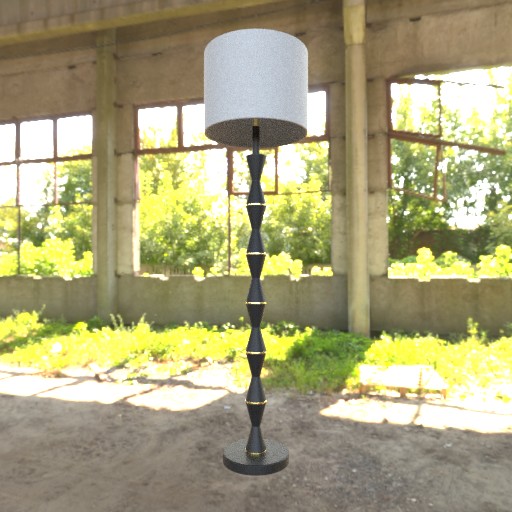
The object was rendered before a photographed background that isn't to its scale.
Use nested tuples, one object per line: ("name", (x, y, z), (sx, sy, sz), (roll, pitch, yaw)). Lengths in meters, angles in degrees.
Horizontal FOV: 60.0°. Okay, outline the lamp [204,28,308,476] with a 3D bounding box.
("lamp", (0.000, 0.000, 1.622), (0.381, 1.480, 0.381), (0, -1, -18))
